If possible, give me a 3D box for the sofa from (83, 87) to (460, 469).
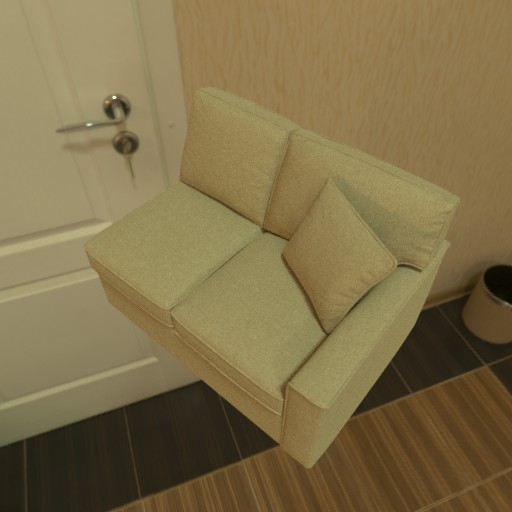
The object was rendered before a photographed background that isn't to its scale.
[{"bbox_3d":[0.000,0.000,2.051,1.388,0.989,0.991,32,54,27],"label":"sofa"}]
